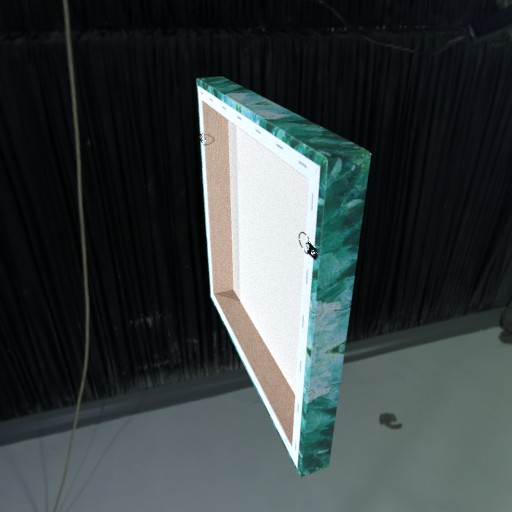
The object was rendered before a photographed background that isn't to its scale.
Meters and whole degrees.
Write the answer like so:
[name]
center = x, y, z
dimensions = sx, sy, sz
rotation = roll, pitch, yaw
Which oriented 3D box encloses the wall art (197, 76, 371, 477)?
[wall art]
center = 0.000, 0.000, 0.471
dimensions = 0.033, 0.313, 0.313
rotation = -11, 32, -18
